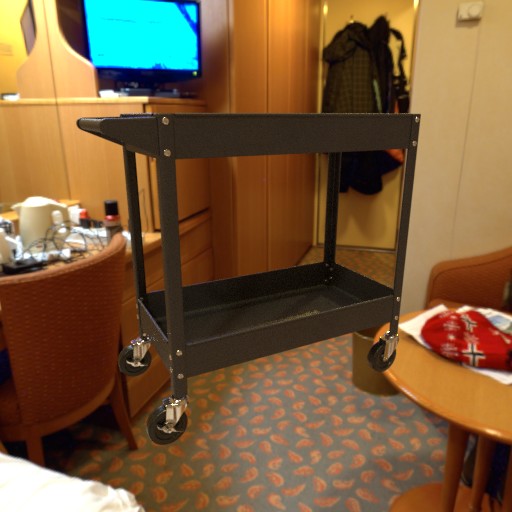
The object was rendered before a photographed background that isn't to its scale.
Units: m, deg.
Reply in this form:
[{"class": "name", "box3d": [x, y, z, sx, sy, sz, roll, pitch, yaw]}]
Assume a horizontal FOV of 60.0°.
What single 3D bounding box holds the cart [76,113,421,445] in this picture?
[{"class": "cart", "box3d": [0.000, 0.000, 1.175, 0.779, 0.719, 0.366, -9, 20, -26]}]
